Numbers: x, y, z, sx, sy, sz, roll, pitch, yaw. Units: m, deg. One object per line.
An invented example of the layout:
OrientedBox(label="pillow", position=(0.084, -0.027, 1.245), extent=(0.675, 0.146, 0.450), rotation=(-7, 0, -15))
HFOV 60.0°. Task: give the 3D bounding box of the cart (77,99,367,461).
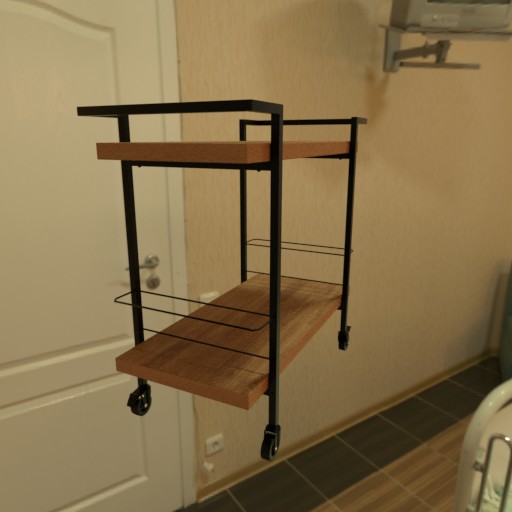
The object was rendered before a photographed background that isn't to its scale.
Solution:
OrientedBox(label="cart", position=(0.000, 0.000, 1.247), extent=(0.406, 0.762, 0.806), rotation=(7, 17, 26))
